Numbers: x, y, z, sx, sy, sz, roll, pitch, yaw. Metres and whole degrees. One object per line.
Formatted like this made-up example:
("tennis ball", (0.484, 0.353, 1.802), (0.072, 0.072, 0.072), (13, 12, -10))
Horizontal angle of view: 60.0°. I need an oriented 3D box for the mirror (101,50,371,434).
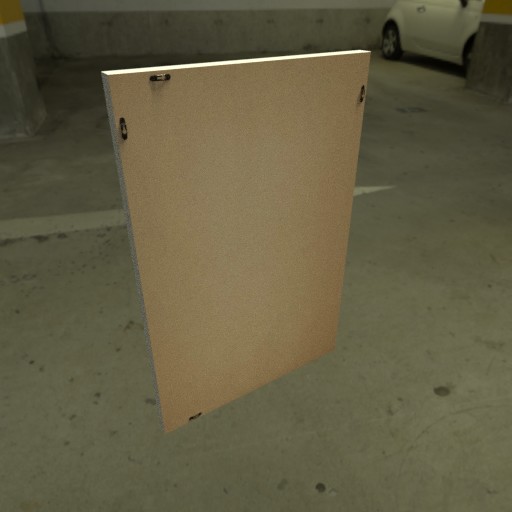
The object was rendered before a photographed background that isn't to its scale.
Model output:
("mirror", (0.000, 0.000, 1.123), (0.609, 0.914, 0.041), (-18, 35, -28))
